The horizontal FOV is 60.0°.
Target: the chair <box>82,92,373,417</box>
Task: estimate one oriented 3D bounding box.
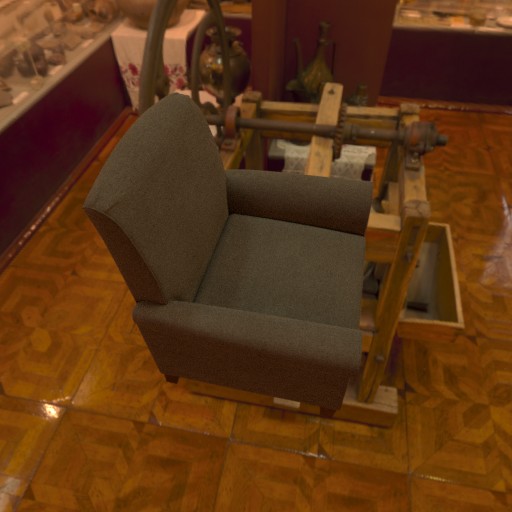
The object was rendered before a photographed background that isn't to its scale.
[{"bbox_3d":[0.000,0.000,1.803,0.905,1.061,0.978,9,46,9],"label":"chair"}]
